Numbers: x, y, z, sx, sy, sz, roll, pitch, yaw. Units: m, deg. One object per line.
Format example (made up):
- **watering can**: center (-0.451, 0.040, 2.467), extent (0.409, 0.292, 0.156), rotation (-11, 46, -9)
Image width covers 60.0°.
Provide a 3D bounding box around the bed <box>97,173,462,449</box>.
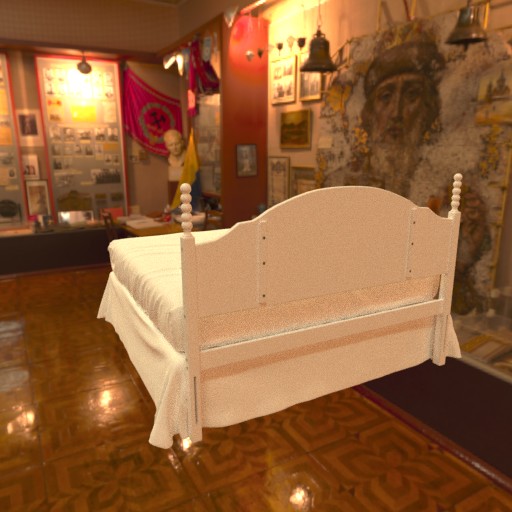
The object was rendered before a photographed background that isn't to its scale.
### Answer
- **bed**: center (0.000, 0.000, 3.554), extent (2.322, 1.355, 2.219), rotation (-7, 15, -27)
